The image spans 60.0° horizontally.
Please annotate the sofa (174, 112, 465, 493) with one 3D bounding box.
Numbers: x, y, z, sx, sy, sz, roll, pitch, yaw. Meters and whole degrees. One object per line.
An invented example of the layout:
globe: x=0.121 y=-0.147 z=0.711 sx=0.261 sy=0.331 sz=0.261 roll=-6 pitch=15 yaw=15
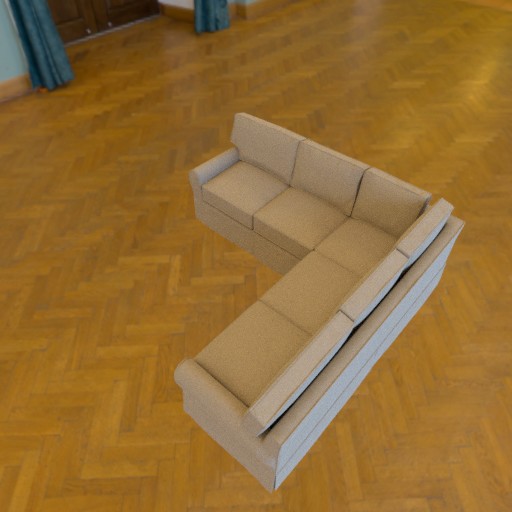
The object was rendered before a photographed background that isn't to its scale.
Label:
sofa: x=0.000 y=0.000 z=4.173 sx=2.730 sy=1.124 sz=2.733 roll=33 pitch=55 yaw=27
